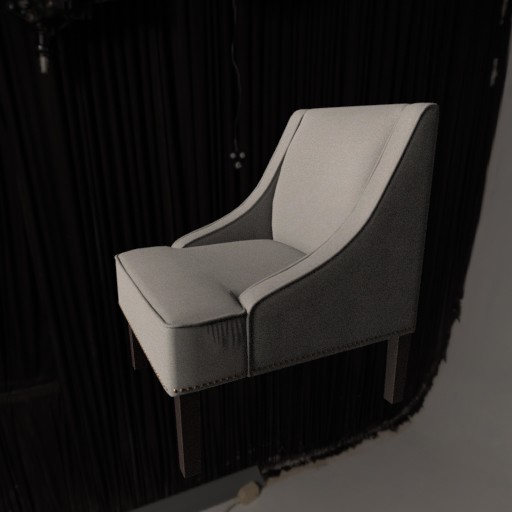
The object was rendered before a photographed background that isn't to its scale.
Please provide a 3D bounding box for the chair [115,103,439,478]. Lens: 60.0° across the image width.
[{"bbox_3d":[0.000,0.000,1.339,0.747,0.867,0.631,-8,18,-26],"label":"chair"}]
